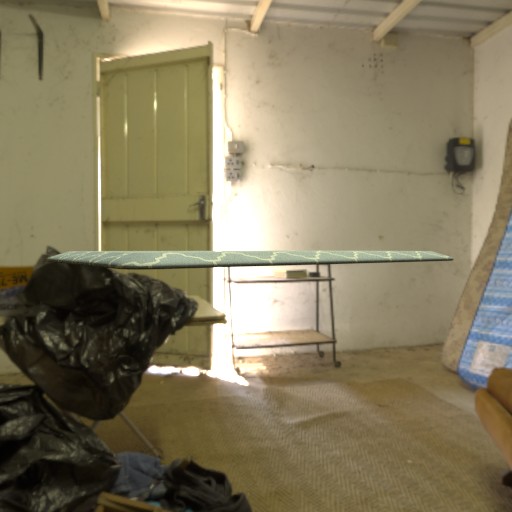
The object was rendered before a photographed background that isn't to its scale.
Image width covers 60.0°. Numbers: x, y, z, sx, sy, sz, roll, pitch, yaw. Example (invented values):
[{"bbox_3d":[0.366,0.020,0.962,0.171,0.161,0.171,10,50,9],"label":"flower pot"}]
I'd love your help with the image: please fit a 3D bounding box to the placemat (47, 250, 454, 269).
[{"bbox_3d":[0.000,0.000,0.971,0.762,0.021,0.508,-1,1,-36],"label":"placemat"}]
